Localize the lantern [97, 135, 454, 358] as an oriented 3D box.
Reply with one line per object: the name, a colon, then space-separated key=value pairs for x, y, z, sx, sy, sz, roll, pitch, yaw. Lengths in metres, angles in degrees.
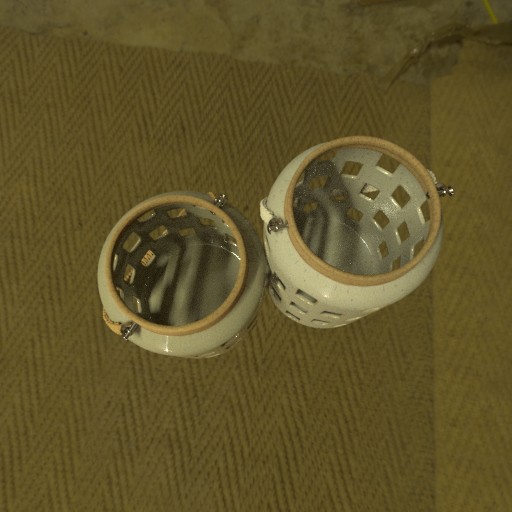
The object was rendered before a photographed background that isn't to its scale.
lantern: x=0.000 y=0.000 z=0.489 sx=0.347 sy=0.255 sz=0.184 roll=-12 pitch=76 yaw=-3
